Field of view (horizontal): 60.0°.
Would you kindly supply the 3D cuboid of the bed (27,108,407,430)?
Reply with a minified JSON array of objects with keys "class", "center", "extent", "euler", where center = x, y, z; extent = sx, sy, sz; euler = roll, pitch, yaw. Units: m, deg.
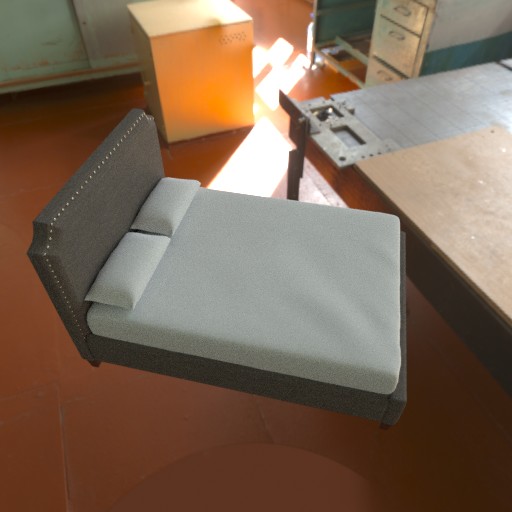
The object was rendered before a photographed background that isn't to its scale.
[{"class":"bed","center":[0.000,0.000,3.419],"extent":[2.381,1.457,1.713],"euler":[9,46,9]}]
